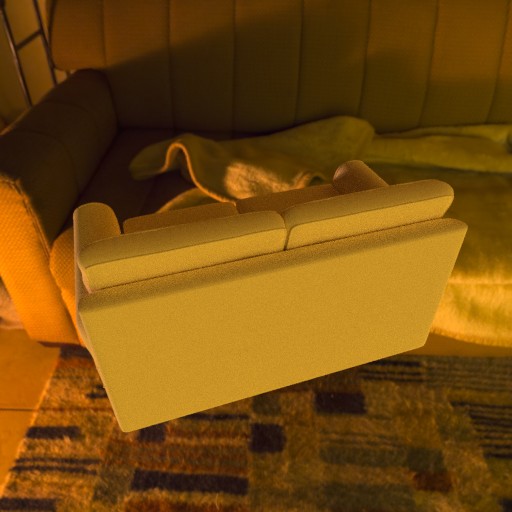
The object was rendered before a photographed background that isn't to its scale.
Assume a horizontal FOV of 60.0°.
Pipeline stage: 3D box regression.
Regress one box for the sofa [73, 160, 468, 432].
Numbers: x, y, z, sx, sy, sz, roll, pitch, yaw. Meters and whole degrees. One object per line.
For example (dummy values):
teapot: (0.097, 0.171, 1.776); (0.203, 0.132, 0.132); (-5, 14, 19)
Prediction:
sofa: (0.000, 0.000, 2.293); (1.727, 0.940, 0.991); (-12, 40, -14)
